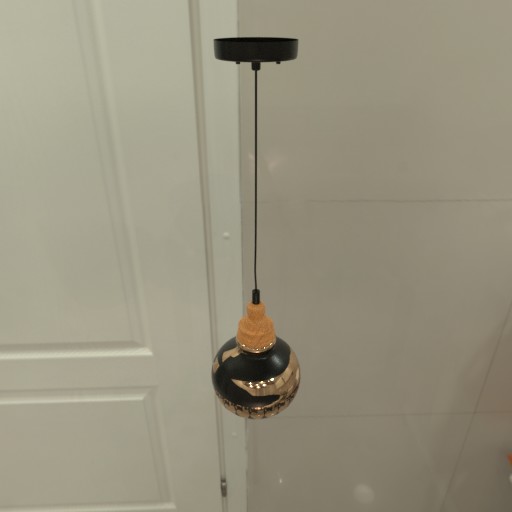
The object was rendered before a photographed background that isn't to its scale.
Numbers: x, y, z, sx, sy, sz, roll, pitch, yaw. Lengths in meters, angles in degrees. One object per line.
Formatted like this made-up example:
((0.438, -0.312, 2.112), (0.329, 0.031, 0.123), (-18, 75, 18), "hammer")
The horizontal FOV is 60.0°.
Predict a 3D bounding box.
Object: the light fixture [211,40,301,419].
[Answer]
((0.000, 0.000, 1.827), (0.430, 1.606, 0.430), (-1, 29, -2), "light fixture")
